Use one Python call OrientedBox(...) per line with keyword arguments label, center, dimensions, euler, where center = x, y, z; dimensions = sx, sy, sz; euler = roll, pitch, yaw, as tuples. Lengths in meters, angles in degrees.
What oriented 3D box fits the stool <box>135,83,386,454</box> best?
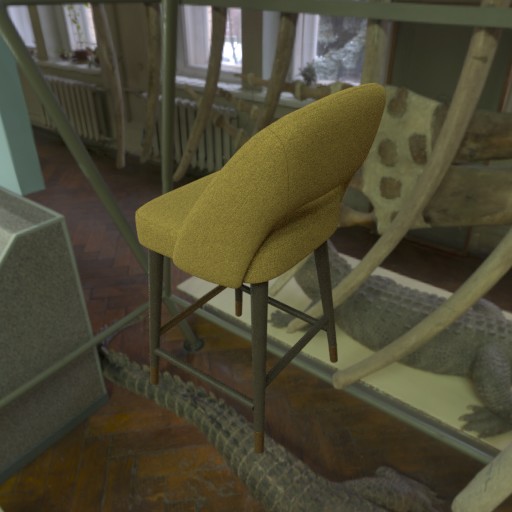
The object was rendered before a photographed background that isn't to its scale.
OrientedBox(label="stool", center=(0.000, 0.000, 1.231), dimensions=(0.522, 0.939, 0.536), euler=(21, 37, 31))
